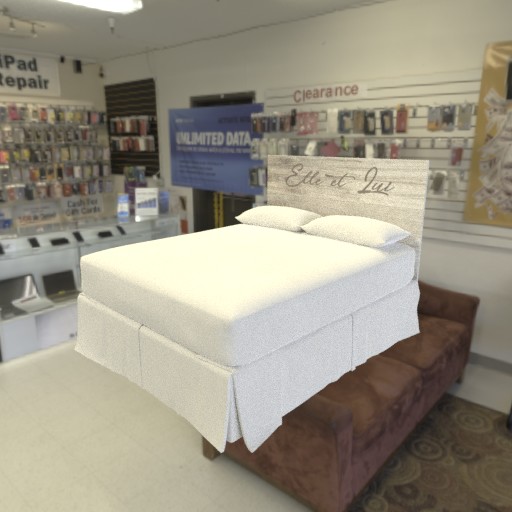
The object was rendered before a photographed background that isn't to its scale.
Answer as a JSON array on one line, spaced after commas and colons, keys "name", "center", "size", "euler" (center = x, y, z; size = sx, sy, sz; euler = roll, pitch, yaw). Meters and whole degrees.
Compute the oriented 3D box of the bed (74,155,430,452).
[{"name": "bed", "center": [0.000, 0.000, 3.215], "size": [1.745, 1.335, 2.094], "euler": [14, 20, 42]}]
